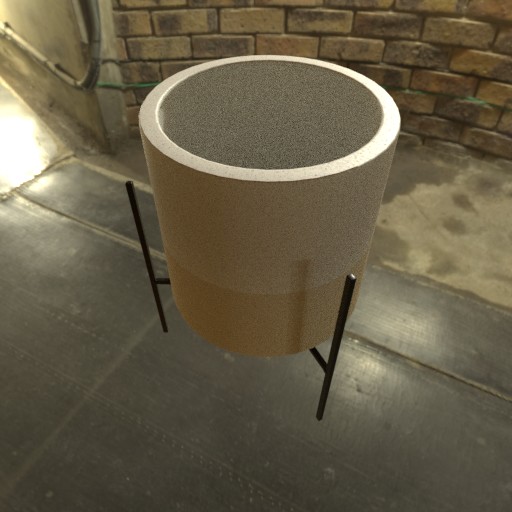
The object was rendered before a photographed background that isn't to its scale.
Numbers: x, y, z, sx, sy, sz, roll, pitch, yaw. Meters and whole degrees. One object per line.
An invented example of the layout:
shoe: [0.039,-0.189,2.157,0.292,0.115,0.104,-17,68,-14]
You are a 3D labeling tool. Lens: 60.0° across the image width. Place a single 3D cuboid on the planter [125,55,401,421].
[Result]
planter: [0.000,0.000,0.522,0.267,0.362,0.263,-7,46,-7]
